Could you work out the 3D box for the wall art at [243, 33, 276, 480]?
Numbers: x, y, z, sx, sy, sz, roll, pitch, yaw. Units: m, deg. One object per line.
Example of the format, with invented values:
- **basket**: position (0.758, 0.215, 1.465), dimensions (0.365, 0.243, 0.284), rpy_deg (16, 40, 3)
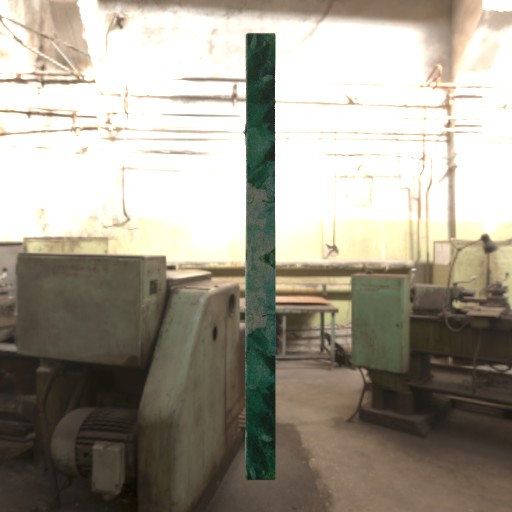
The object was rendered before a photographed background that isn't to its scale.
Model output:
- **wall art**: position (0.000, 0.000, 0.752), dimensions (0.038, 0.508, 0.507), rpy_deg (0, 0, -1)
